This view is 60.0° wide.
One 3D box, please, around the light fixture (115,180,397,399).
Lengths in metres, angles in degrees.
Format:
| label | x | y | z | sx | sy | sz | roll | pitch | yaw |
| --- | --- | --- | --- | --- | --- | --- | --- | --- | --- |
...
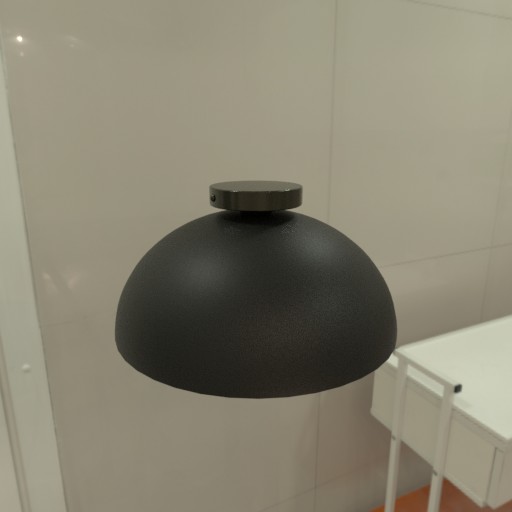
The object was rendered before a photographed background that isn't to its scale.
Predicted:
| label | x | y | z | sx | sy | sz | roll | pitch | yaw |
| --- | --- | --- | --- | --- | --- | --- | --- | --- | --- |
| light fixture | 0.000 | 0.000 | 0.560 | 0.355 | 0.177 | 0.355 | 0 | 16 | 0 |
